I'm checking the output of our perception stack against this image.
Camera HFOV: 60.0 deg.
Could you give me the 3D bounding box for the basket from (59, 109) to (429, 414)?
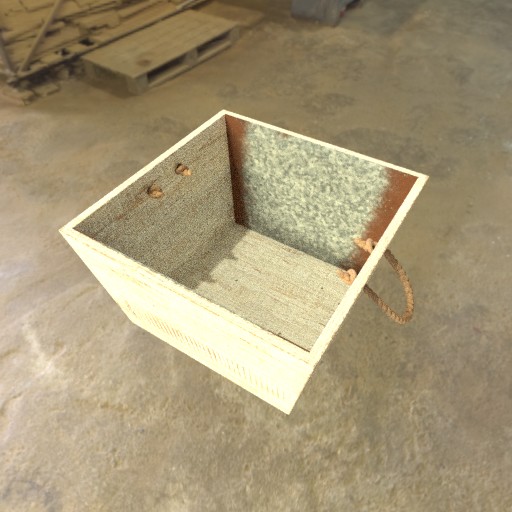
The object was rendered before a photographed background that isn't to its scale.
[{"bbox_3d":[0.000,0.000,0.772,0.545,0.247,0.413,25,51,21],"label":"basket"}]
